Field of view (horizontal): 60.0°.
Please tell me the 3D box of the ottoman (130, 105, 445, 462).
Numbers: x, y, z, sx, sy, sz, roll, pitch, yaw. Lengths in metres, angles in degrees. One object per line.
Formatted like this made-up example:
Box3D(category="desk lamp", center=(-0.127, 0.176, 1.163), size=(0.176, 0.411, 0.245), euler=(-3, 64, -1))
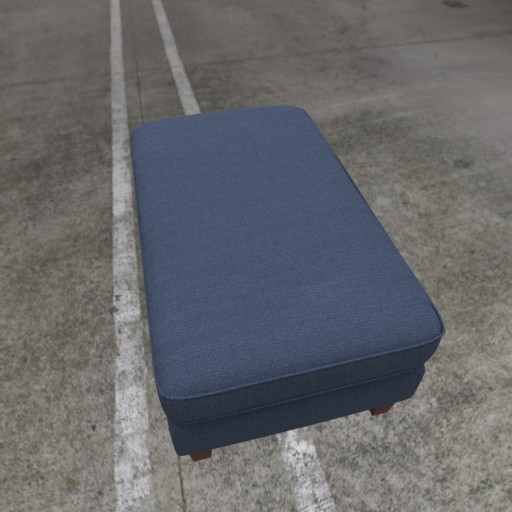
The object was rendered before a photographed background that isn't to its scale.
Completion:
Box3D(category="ottoman", center=(0.000, 0.000, 1.174), size=(0.570, 0.438, 0.885), euler=(-10, 48, -10))
